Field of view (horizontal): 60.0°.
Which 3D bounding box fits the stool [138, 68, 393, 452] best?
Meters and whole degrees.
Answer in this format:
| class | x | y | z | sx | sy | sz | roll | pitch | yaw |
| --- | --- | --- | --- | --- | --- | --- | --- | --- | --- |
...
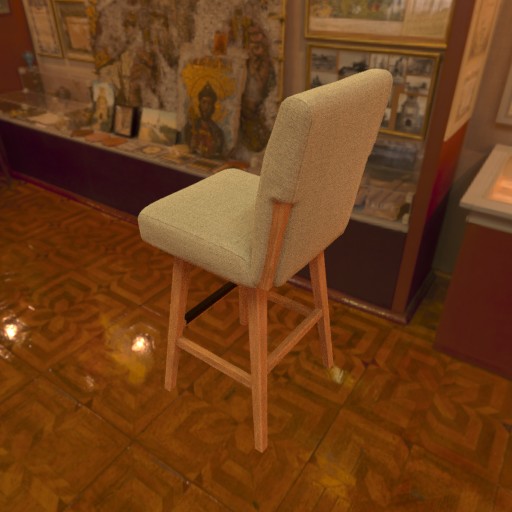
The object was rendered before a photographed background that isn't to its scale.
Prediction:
| class | x | y | z | sx | sy | sz | roll | pitch | yaw |
| --- | --- | --- | --- | --- | --- | --- | --- | --- | --- |
| stool | 0.000 | 0.000 | 1.397 | 0.569 | 1.106 | 0.483 | 22 | 38 | 30 |
